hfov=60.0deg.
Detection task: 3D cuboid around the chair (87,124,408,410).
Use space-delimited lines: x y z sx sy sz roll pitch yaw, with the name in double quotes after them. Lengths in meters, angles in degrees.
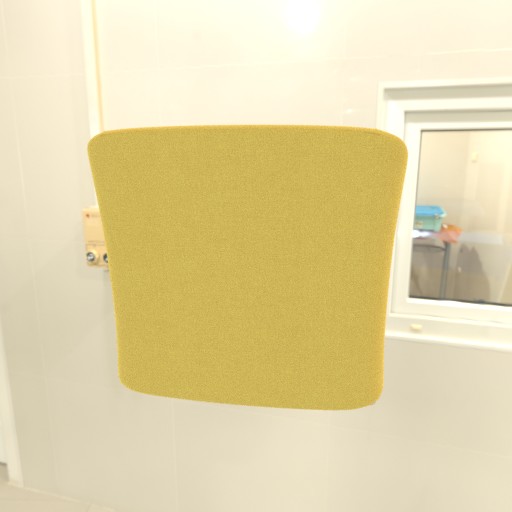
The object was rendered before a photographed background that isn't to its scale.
0.000 0.000 1.333 0.790 0.720 0.700 2 13 9 "chair"
